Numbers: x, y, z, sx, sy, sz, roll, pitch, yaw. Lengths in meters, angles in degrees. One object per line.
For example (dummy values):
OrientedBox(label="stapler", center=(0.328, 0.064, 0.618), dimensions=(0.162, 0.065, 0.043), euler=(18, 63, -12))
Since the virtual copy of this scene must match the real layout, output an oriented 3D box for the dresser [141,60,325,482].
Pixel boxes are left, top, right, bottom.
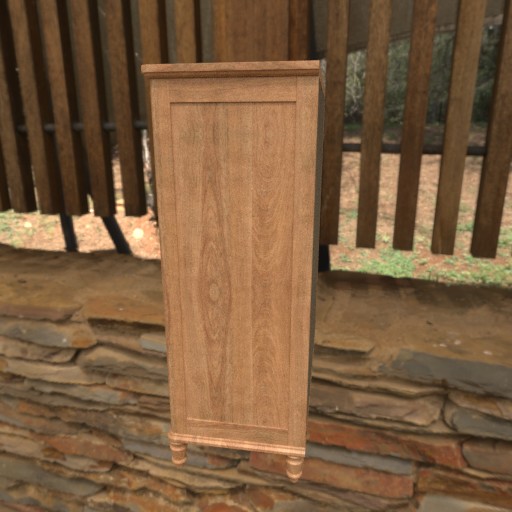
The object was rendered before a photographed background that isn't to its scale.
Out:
OrientedBox(label="dresser", center=(0.000, 0.000, 1.788), dimensions=(0.484, 1.318, 0.973), euler=(3, 16, 9))
